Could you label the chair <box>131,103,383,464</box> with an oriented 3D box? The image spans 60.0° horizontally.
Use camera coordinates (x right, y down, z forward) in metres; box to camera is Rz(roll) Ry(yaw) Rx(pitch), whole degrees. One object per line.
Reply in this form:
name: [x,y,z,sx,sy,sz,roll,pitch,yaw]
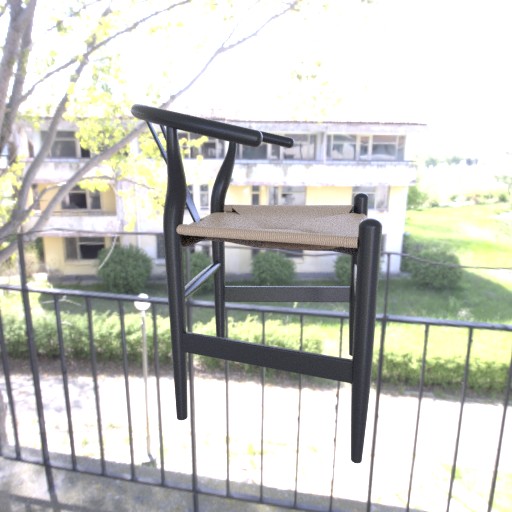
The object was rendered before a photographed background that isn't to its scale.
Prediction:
chair: [0.000,0.000,1.134,0.570,0.739,0.570,3,14,11]
